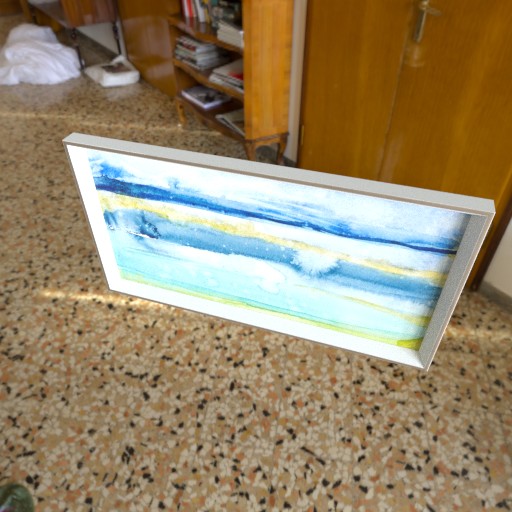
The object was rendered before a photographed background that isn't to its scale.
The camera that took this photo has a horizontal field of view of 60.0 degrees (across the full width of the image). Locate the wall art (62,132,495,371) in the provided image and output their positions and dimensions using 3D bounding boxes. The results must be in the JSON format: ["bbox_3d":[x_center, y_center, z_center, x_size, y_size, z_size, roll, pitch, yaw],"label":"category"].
[{"bbox_3d":[0.000,0.000,0.954,0.812,0.431,0.038,12,42,14],"label":"wall art"}]
